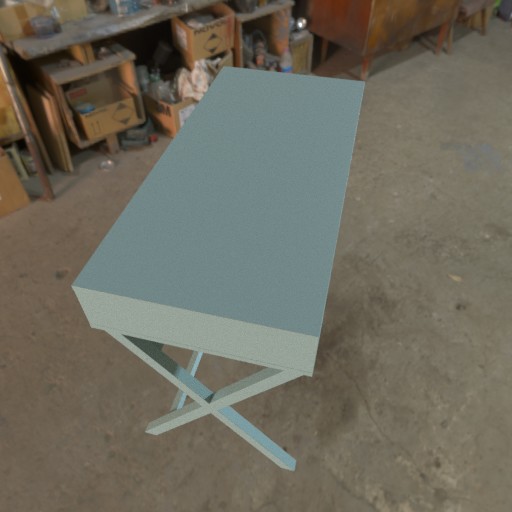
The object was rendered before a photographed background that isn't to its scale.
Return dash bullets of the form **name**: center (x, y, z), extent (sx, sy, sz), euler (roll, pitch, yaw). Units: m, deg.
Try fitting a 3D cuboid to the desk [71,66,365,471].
- **desk**: center (0.000, 0.000, 1.488), extent (0.509, 0.780, 1.059), euler (10, 47, 10)
